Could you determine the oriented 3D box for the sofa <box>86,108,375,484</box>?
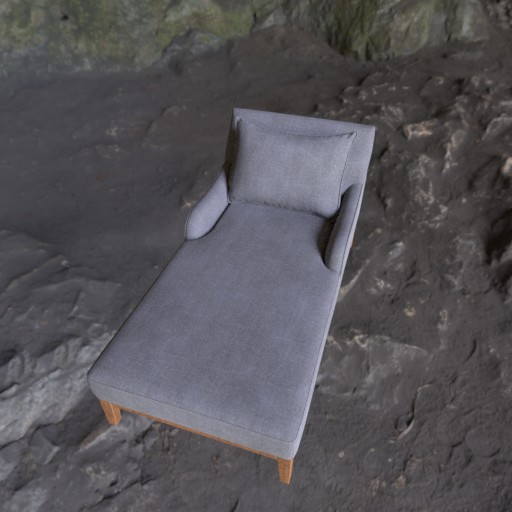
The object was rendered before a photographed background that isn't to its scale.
[{"bbox_3d":[0.000,0.000,2.281,0.894,0.859,1.779,12,42,14],"label":"sofa"}]
